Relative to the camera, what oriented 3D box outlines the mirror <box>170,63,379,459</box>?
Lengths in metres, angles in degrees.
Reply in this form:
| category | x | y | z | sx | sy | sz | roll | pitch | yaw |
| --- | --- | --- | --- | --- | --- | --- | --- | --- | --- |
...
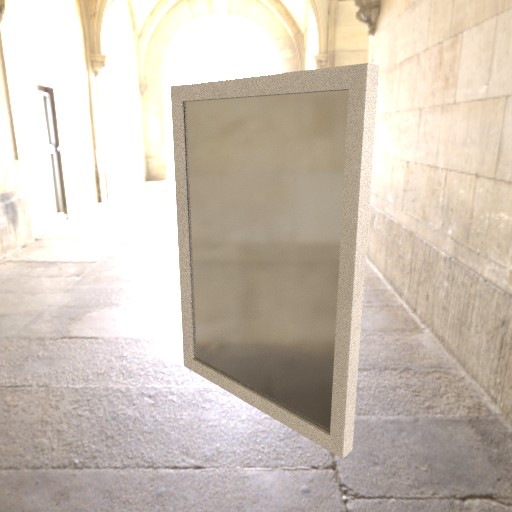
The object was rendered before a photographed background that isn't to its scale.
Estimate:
| category | x | y | z | sx | sy | sz | roll | pitch | yaw |
| --- | --- | --- | --- | --- | --- | --- | --- | --- | --- |
| mirror | 0.000 | 0.000 | 0.946 | 0.507 | 0.710 | 0.040 | 15 | 22 | 42 |
